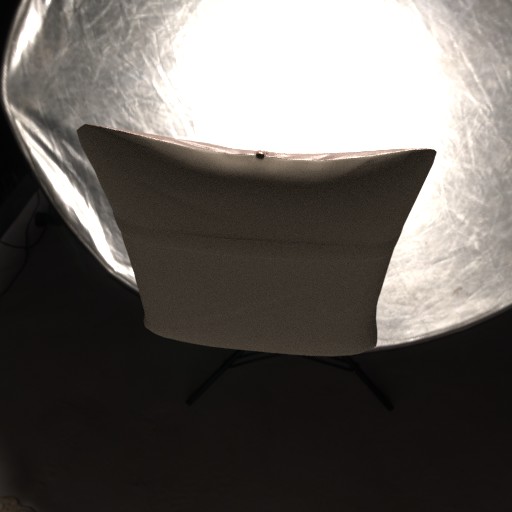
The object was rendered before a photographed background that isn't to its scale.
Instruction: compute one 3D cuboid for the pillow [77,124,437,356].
[{"bbox_3d":[0.000,0.000,0.744,0.484,0.470,0.192,5,47,4],"label":"pillow"}]
